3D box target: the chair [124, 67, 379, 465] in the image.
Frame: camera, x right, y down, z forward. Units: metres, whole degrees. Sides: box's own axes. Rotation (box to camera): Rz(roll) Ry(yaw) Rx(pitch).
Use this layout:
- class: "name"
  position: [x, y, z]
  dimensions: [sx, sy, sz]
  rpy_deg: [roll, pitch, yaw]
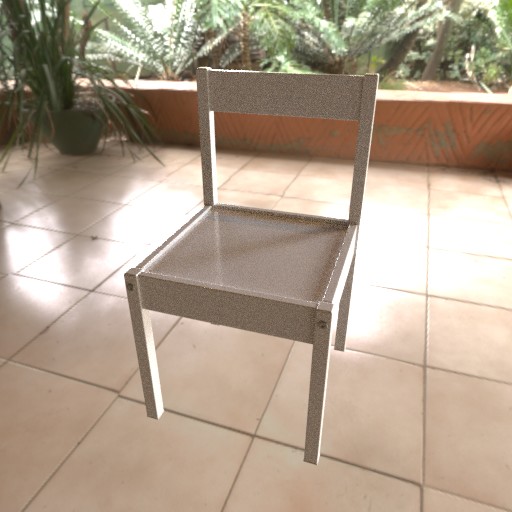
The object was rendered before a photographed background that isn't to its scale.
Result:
- class: "chair"
  position: [0.000, 0.000, 0.685]
  dimensions: [0.285, 0.505, 0.285]
  rpy_deg: [9, 30, 16]
